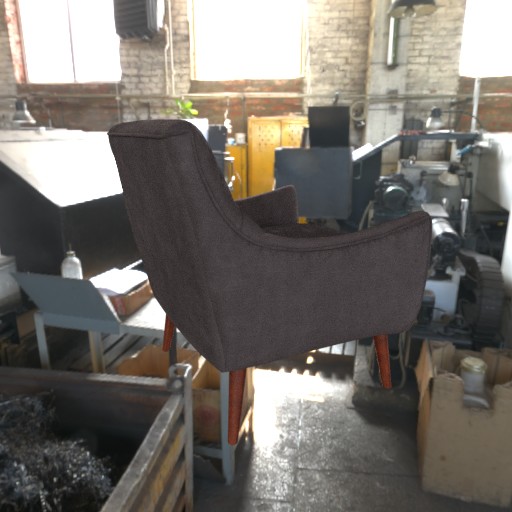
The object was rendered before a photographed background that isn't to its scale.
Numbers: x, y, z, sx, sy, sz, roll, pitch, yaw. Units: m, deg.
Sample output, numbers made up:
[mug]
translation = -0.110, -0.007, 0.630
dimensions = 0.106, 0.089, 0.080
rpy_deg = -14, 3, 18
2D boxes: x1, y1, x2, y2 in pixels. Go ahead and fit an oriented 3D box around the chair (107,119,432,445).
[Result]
[chair]
translation = 0.000, 0.000, 1.437
dimensions = 0.787, 0.838, 0.762
rpy_deg = -8, 18, -27
